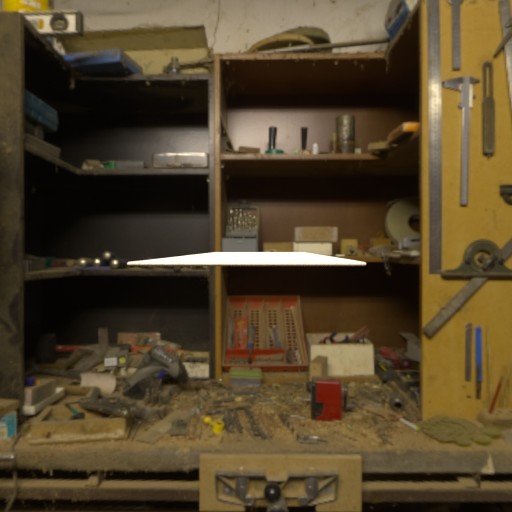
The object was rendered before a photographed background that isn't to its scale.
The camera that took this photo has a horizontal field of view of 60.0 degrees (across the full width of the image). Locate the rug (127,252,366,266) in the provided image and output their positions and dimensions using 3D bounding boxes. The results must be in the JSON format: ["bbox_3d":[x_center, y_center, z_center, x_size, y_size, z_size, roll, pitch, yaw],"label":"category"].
[{"bbox_3d":[0.000,0.000,2.658,0.793,0.014,2.450,0,1,1],"label":"rug"}]
